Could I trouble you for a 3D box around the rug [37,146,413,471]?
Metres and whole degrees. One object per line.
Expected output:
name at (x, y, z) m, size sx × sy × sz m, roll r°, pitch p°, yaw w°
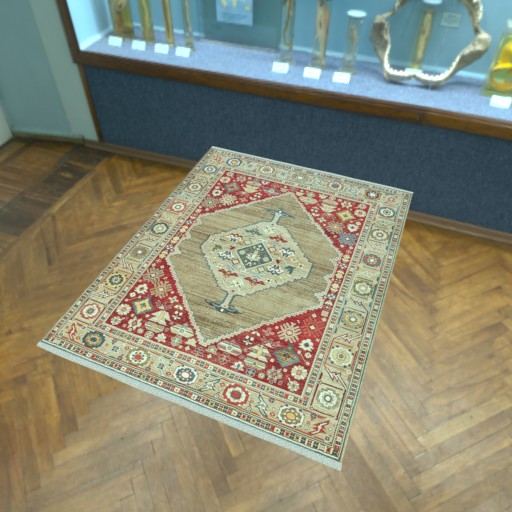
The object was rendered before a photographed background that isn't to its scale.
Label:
rug at (0.000, 0.000, 4.160) m, size 2.451 × 0.008 × 3.143 m, roll 16°, pitch 48°, yaw 15°
